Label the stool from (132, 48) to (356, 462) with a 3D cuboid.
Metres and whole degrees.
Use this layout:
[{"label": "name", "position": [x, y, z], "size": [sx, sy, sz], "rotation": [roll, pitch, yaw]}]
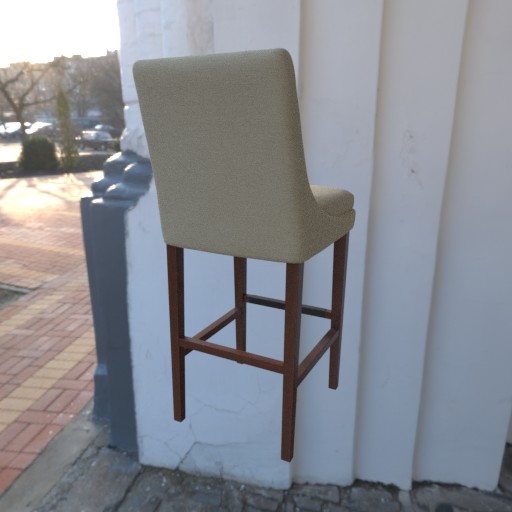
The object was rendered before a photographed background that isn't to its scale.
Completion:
[{"label": "stool", "position": [0.000, 0.000, 1.362], "size": [0.470, 1.078, 0.577], "rotation": [8, 18, 27]}]
